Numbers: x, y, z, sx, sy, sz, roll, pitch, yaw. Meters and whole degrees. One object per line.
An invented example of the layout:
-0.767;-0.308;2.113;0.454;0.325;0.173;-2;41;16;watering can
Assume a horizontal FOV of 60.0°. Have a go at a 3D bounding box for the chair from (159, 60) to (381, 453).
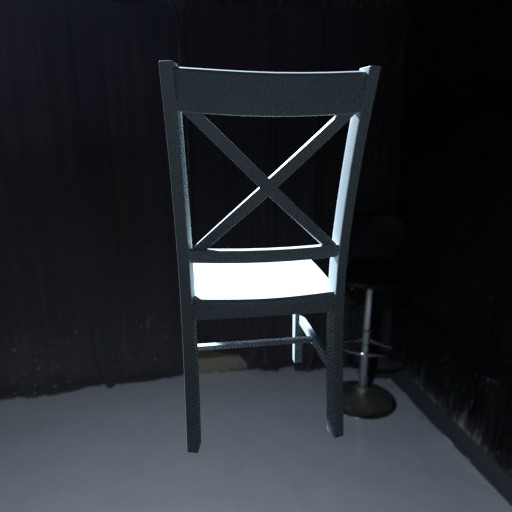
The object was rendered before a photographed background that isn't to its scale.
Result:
0.000;0.000;1.312;0.485;0.983;0.542;-2;15;-9;chair
